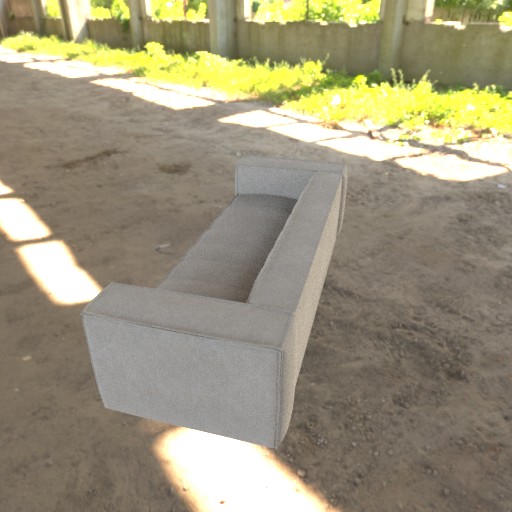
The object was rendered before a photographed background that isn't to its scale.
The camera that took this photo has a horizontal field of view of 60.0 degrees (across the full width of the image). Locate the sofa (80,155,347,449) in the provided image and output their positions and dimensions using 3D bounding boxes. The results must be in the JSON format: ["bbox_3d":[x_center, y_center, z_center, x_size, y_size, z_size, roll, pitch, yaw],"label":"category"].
[{"bbox_3d":[0.000,0.000,3.209,1.038,0.680,2.697,8,30,14],"label":"sofa"}]
